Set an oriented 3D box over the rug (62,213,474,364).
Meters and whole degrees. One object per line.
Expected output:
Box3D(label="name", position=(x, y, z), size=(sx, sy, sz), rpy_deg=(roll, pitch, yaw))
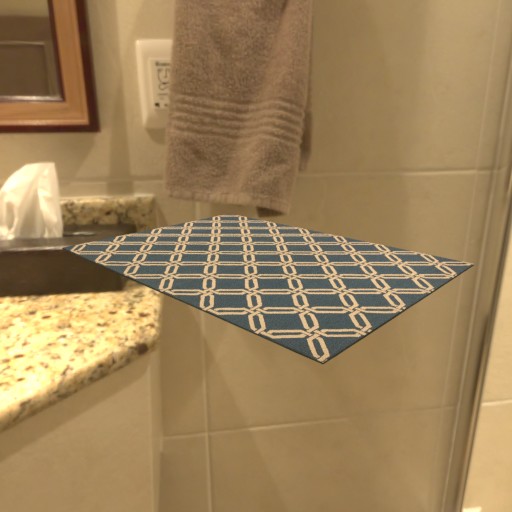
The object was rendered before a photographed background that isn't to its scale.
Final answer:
Box3D(label="rug", position=(0.000, 0.000, 4.410), size=(3.342, 0.018, 2.432), rpy_deg=(16, 23, 41))
